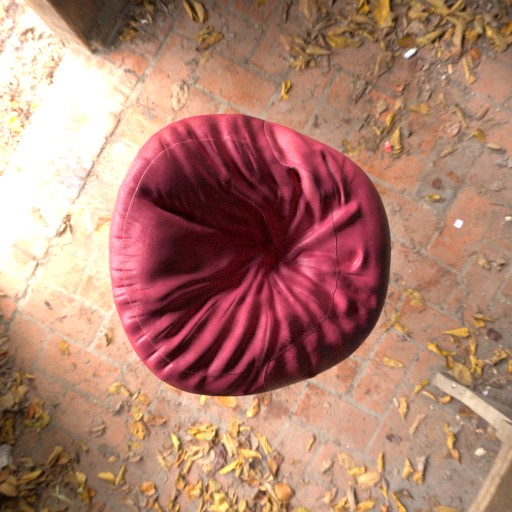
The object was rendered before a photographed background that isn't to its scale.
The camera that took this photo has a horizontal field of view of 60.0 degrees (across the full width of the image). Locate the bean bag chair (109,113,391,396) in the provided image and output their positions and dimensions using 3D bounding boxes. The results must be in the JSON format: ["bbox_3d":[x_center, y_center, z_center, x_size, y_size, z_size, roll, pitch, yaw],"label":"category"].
[{"bbox_3d":[0.000,0.000,2.503,1.524,0.878,1.524,0,90,0],"label":"bean bag chair"}]
